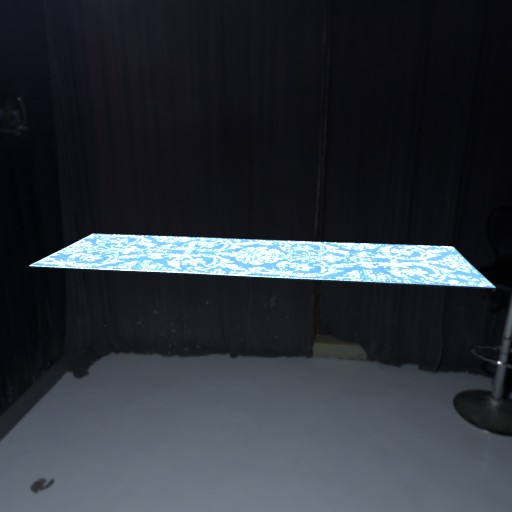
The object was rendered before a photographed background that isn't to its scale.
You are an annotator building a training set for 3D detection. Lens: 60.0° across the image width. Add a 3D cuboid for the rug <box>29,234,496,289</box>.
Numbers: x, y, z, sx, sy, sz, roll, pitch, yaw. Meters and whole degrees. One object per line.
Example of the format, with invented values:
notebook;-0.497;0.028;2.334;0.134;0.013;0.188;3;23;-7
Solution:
rug;0.000;0.000;2.376;2.196;0.011;0.662;2;17;8
